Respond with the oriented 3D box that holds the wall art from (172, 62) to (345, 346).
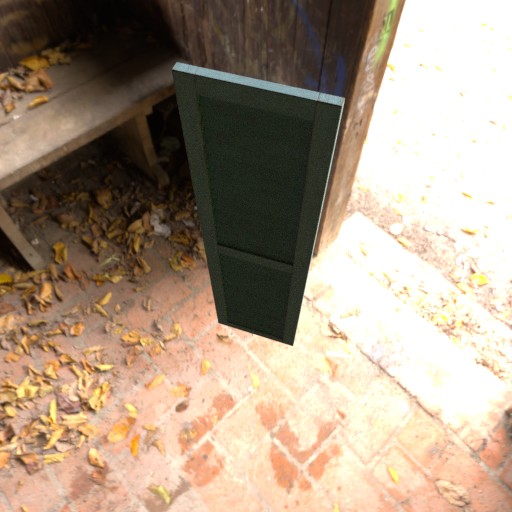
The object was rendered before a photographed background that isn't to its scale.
[{"bbox_3d":[0.000,0.000,1.336,0.329,1.219,0.025,16,60,9],"label":"wall art"}]
